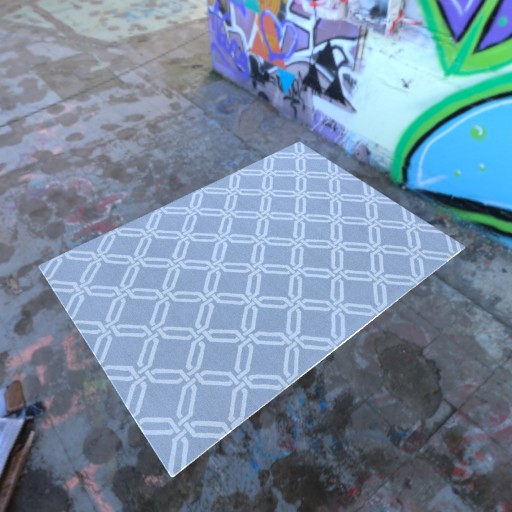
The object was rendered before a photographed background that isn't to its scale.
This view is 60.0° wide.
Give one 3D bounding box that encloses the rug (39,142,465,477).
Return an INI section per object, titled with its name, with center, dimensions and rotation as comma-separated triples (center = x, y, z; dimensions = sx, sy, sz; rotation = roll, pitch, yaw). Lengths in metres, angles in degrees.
[rug]
center = 0.000, 0.000, 2.702
dimensions = 2.133, 0.013, 1.522
rotation = -31, 54, -26
